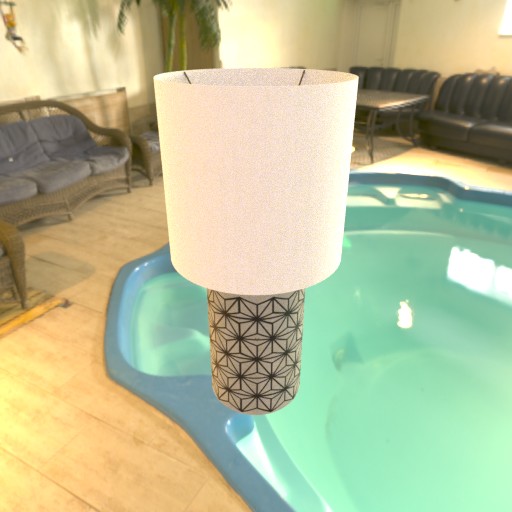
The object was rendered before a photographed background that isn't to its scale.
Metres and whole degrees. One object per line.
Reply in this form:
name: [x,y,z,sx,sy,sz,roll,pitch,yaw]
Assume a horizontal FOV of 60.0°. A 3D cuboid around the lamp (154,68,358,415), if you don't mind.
lamp: [0.000,0.000,0.549,0.206,0.416,0.206,18,32,31]
